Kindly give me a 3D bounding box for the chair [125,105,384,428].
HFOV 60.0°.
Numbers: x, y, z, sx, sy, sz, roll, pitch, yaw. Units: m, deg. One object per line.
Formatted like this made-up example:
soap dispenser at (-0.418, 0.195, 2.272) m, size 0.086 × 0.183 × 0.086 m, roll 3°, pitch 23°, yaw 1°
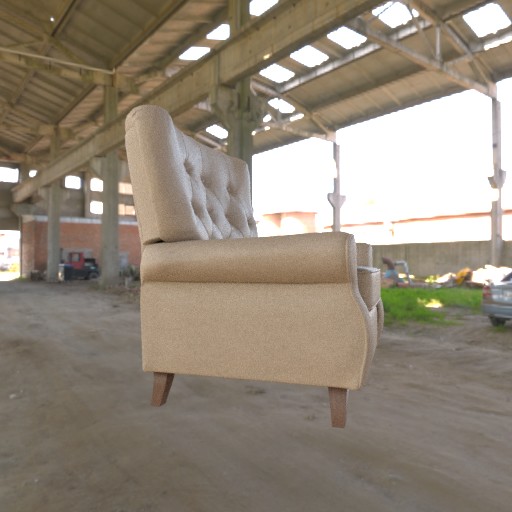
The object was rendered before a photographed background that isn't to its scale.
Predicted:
chair at (0.000, 0.000, 1.929) m, size 1.041 × 1.138 × 0.999 m, roll 0°, pitch -1°, yaw 19°
